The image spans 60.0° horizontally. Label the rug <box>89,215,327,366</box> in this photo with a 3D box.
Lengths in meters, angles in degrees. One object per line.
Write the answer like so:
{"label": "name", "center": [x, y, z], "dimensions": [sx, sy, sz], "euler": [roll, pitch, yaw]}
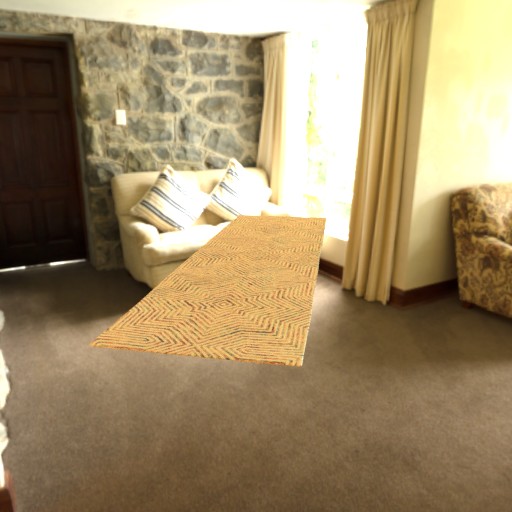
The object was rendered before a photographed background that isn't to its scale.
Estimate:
{"label": "rug", "center": [0.000, 0.000, 2.674], "dimensions": [0.771, 0.009, 2.443], "euler": [3, 17, 10]}
